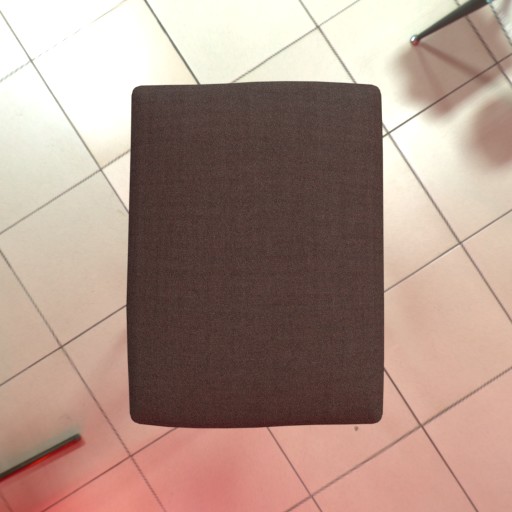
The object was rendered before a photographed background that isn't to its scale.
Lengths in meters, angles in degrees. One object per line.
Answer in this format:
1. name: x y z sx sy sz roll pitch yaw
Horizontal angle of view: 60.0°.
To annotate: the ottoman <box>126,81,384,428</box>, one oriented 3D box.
1. ottoman: 0.000 0.000 1.212 0.599 0.555 0.809 0 89 1
